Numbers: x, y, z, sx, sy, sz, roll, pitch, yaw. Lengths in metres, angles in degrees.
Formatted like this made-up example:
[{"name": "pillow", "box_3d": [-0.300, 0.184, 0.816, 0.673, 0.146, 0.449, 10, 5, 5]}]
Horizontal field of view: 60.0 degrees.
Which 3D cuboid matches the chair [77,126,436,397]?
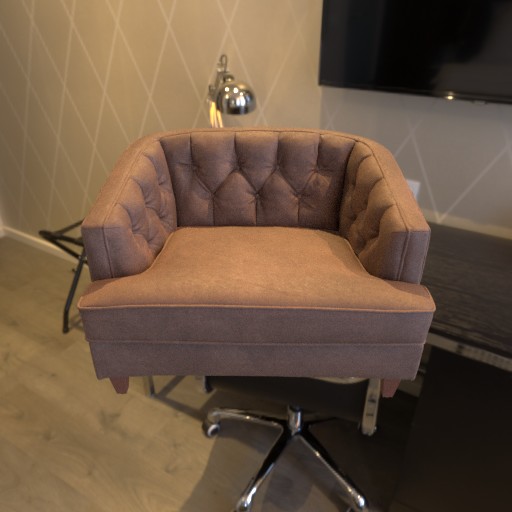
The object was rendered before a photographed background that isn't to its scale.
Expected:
[{"name": "chair", "box_3d": [0.000, 0.000, 1.718, 1.118, 0.787, 0.914, 0, 30, 1]}]
